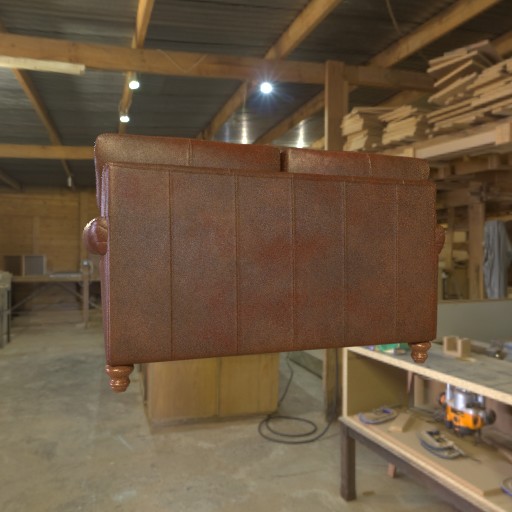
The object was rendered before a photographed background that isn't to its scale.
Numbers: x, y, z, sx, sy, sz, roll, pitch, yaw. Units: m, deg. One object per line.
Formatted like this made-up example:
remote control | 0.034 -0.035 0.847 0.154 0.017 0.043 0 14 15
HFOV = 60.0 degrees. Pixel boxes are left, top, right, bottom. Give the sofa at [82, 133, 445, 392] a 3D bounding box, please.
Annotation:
sofa | 0.000 0.000 2.236 1.616 0.976 0.990 0 1 -18
